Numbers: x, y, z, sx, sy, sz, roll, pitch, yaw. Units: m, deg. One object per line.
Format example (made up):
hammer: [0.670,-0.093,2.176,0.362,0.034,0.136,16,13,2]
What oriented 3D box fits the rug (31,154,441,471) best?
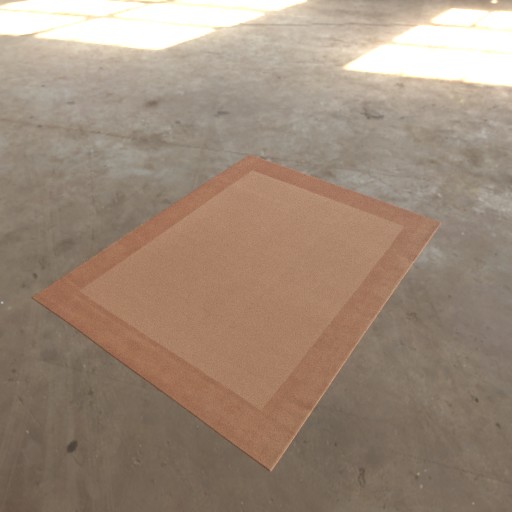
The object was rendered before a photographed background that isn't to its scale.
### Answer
rug: [0.000,0.000,4.095,2.431,0.021,3.057,25,47,26]
